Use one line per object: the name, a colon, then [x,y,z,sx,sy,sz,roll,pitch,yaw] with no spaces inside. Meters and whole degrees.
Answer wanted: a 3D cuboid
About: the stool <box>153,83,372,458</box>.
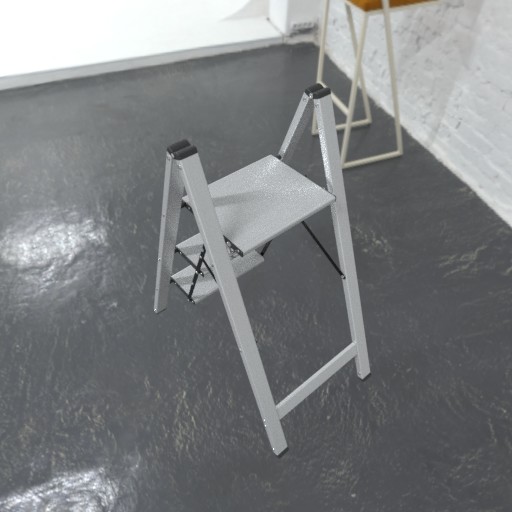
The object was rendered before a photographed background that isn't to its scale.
stool: [0.000,0.000,1.302,0.441,0.902,0.730,-31,54,-26]
